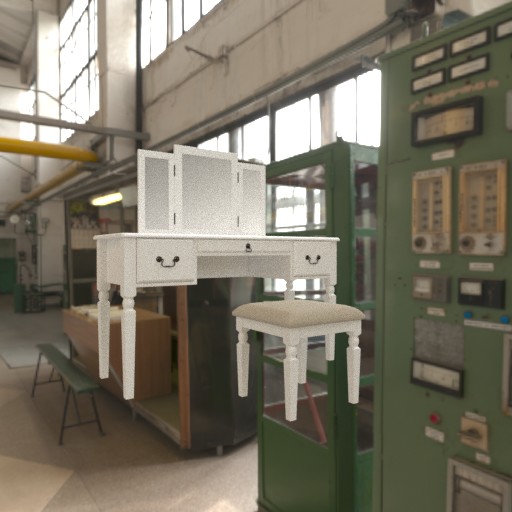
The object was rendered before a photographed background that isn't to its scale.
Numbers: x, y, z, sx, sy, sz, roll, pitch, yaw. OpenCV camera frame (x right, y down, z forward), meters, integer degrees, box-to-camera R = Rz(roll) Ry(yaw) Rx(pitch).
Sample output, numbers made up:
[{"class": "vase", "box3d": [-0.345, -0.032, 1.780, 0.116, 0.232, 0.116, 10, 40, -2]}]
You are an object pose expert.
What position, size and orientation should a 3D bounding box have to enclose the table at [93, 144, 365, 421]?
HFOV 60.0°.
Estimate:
[{"class": "table", "box3d": [0.000, 0.000, 2.312, 1.369, 1.310, 1.115, 0, 1, -34]}]
